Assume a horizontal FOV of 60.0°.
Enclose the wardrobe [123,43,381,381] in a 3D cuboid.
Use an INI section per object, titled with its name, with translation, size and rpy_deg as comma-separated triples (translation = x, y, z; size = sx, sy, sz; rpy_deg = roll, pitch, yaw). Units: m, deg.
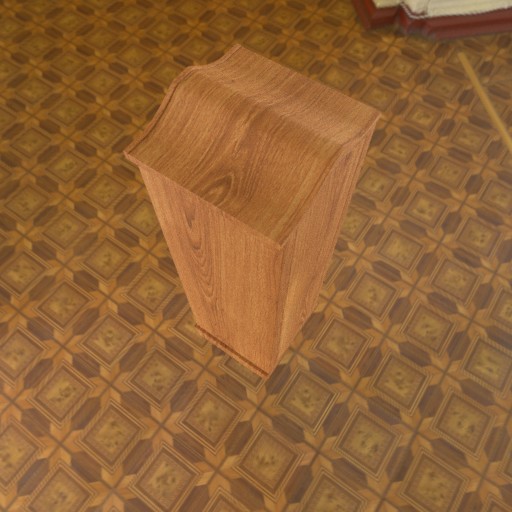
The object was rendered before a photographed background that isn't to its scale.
[wardrobe]
translation = 0.000, 0.000, 2.137
size = 0.570, 1.870, 0.590
rpy_deg = 32, 67, 15
